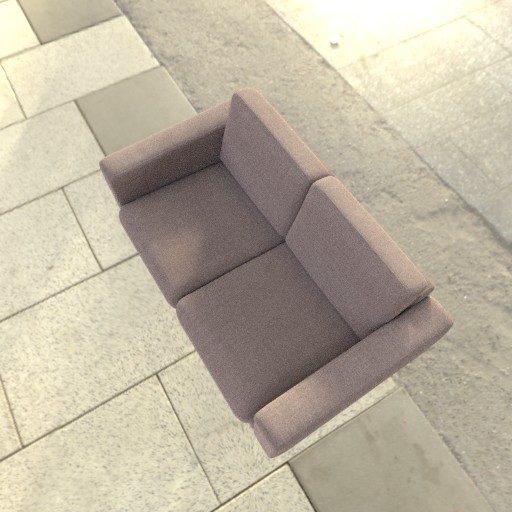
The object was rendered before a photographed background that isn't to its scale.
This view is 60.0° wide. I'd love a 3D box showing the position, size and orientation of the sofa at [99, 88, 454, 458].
[{"bbox_3d":[0.000,0.000,2.058,0.900,0.800,1.520,-30,67,-14],"label":"sofa"}]
